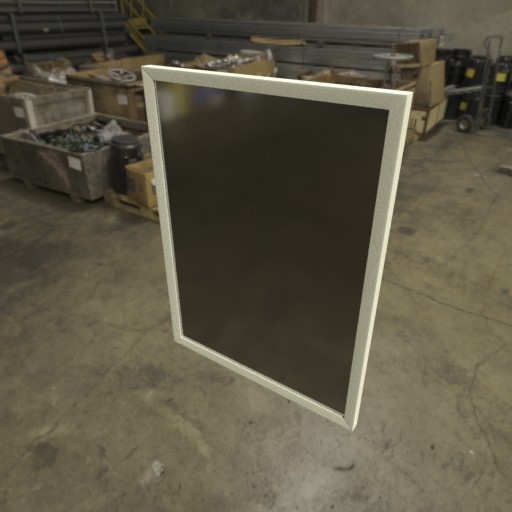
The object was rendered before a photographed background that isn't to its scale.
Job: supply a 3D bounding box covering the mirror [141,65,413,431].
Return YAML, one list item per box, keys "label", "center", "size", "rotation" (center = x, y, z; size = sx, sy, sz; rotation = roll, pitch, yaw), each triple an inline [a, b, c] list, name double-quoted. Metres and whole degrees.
- label: "mirror"
  center: [0.000, 0.000, 1.342]
  size: [0.762, 1.016, 0.040]
  rotation: [19, 35, 29]
